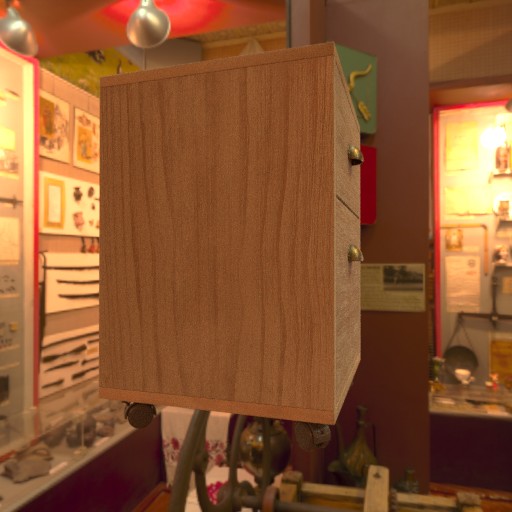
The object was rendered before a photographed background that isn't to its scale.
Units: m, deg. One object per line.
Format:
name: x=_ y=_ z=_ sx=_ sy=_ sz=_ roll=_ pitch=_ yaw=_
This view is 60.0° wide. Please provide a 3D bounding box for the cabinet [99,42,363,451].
cabinet: x=0.000 y=0.000 z=0.849 sx=0.401 sy=0.579 sz=0.409 roll=0 pitch=0 yaw=18
